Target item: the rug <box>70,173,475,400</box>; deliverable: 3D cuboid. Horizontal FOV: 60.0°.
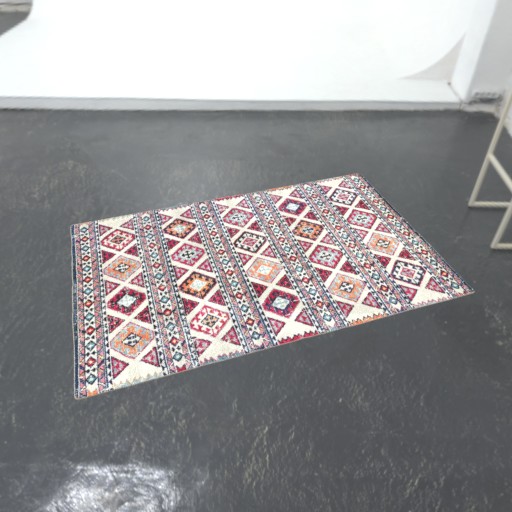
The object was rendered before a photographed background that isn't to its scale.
[{"bbox_3d":[0.000,0.000,3.075,2.440,0.010,1.545,-12,43,-14],"label":"rug"}]
